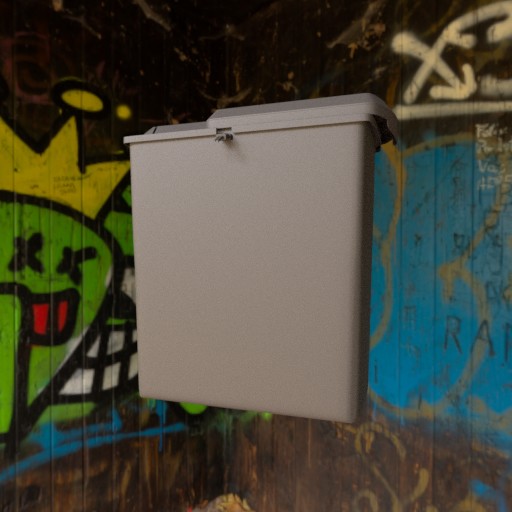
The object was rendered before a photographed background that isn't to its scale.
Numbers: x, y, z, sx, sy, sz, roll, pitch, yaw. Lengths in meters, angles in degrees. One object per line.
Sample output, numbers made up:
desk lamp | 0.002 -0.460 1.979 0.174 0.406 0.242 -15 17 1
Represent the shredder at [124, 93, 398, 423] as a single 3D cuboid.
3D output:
shredder | 0.000 0.000 0.528 0.320 0.335 0.170 0 1 19
